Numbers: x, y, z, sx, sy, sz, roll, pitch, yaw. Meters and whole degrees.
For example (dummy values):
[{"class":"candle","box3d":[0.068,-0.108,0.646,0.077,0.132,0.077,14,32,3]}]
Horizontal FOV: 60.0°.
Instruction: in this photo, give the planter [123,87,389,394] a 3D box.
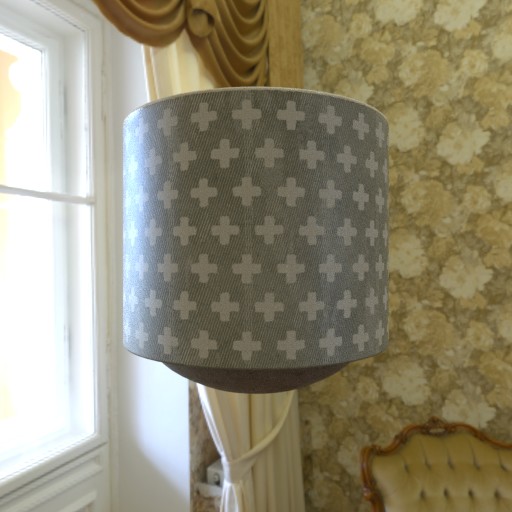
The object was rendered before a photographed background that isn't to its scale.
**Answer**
[{"class":"planter","box3d":[0.000,0.000,0.331,0.190,0.181,0.190,0,0,0]}]
